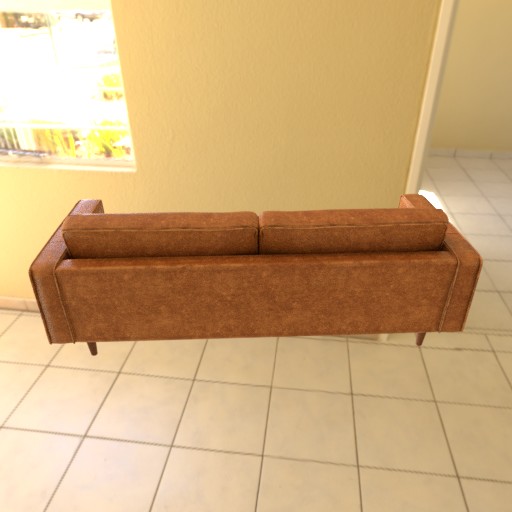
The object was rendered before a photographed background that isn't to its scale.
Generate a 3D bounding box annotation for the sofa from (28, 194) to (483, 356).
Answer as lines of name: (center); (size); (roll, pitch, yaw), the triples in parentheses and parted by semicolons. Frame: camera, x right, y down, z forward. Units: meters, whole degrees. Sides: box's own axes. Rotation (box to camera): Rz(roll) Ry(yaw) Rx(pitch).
sofa: (0.000, 0.000, 2.555); (2.199, 0.779, 0.886); (-1, 31, -2)
